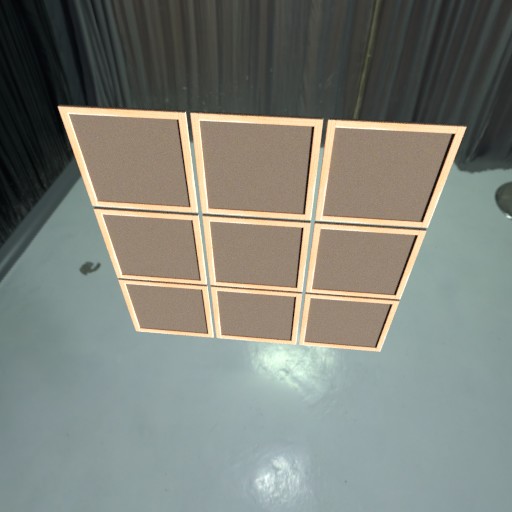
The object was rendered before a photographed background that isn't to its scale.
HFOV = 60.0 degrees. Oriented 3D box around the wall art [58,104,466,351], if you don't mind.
[{"bbox_3d":[0.000,0.000,1.759,1.216,1.218,0.013,4,47,4],"label":"wall art"}]
